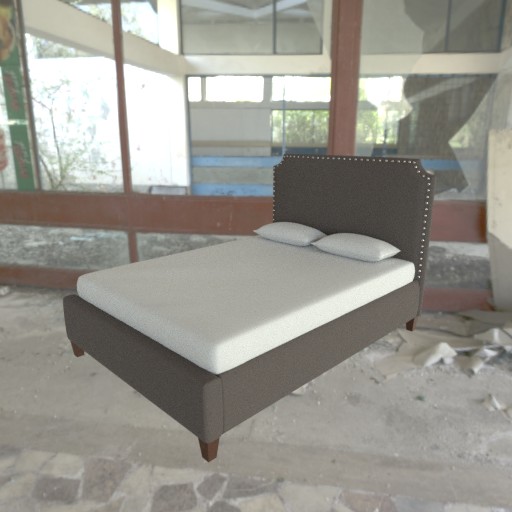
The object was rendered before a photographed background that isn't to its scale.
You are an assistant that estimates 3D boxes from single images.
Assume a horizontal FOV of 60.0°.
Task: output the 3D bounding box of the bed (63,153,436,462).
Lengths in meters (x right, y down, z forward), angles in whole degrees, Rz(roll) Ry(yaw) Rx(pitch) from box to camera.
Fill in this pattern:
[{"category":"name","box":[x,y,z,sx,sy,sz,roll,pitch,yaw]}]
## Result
[{"category":"bed","box":[0.000,0.000,3.424,2.372,1.443,1.713,-15,21,-43]}]
